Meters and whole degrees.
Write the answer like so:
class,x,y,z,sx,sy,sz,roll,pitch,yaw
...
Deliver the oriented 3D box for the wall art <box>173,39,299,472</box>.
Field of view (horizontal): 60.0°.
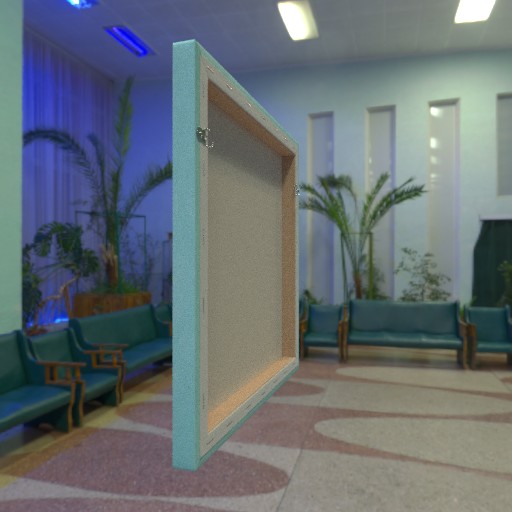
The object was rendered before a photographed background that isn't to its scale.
class,x,y,z,sx,sy,sz,roll,pitch,yaw
wall art,0.000,0.000,1.148,0.054,0.766,0.765,0,0,19
